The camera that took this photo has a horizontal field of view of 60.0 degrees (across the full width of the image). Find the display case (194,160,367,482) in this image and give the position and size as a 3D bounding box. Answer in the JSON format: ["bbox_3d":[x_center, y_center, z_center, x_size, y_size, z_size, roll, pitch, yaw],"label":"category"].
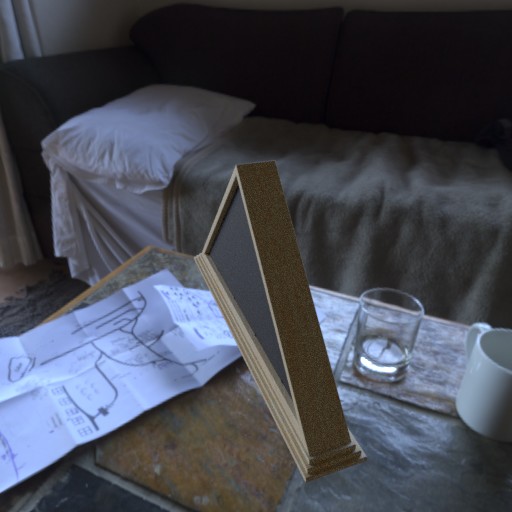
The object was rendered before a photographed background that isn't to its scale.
[{"bbox_3d":[0.000,0.000,0.785,0.095,0.340,0.640,-10,31,-18],"label":"display case"}]
